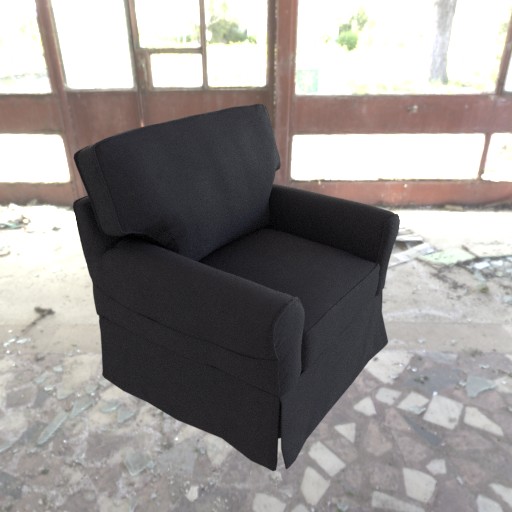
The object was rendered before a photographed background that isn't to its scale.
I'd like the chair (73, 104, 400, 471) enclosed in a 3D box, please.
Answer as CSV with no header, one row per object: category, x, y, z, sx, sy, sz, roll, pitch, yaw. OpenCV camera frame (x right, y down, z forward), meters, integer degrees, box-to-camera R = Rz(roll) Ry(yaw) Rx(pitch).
chair,0.000,0.000,1.948,1.002,1.140,1.119,18,33,31
